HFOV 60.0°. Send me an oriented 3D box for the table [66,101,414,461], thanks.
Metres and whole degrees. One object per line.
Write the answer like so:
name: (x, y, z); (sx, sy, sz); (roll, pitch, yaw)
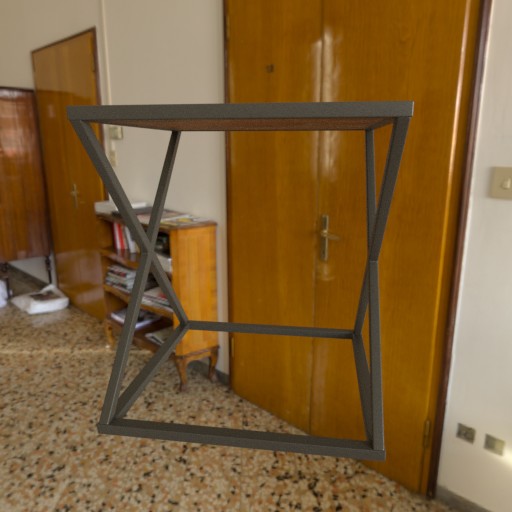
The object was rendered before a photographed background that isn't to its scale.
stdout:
table: (0.000, 0.000, 0.932); (0.500, 0.565, 0.500); (2, 14, 8)
